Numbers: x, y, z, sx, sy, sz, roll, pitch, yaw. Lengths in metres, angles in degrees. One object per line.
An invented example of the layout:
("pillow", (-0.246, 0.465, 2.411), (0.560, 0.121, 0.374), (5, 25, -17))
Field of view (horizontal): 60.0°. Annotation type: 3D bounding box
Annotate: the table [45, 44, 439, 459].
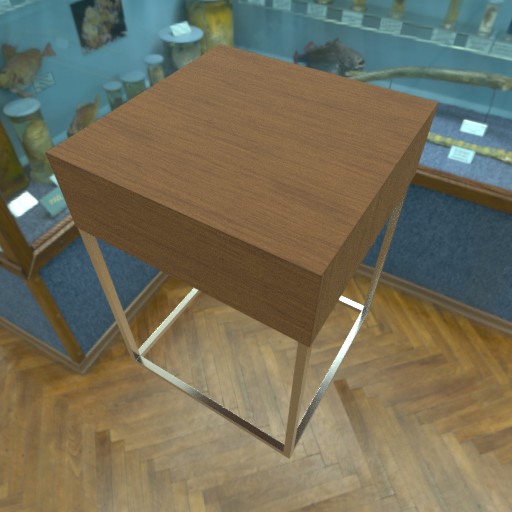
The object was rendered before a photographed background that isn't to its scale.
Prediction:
("table", (0.000, 0.000, 0.817), (0.397, 0.540, 0.398), (25, 52, 21))
